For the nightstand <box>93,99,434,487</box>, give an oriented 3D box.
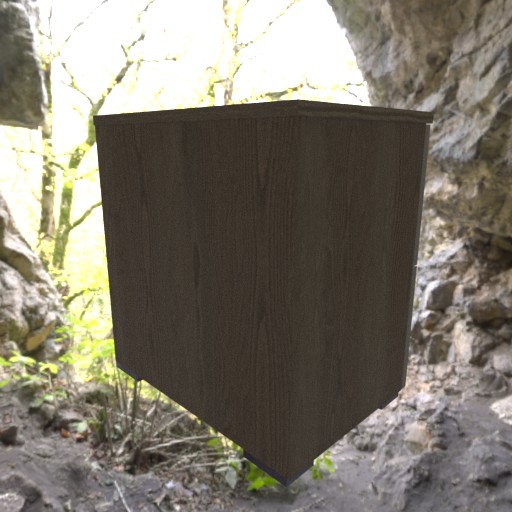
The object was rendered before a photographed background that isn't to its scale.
[{"bbox_3d":[0.000,0.000,0.756,0.442,0.461,0.325,14,20,43],"label":"nightstand"}]
